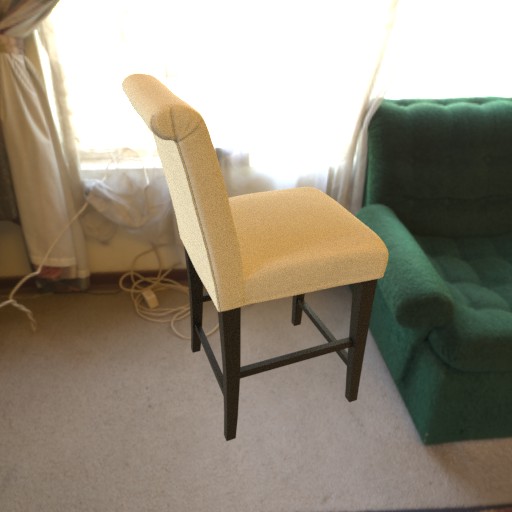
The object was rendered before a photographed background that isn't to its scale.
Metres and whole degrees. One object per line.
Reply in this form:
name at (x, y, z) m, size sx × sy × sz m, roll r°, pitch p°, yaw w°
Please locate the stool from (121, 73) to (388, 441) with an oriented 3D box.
stool at (0.000, 0.000, 1.306) m, size 0.597 × 0.976 × 0.452 m, roll -11°, pitch 32°, yaw -18°
